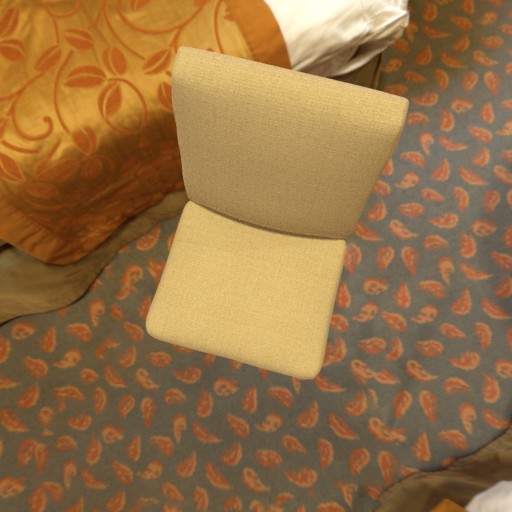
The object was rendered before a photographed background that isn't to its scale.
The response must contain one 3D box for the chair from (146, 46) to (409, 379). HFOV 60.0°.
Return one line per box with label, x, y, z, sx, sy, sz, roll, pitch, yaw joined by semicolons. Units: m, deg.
chair;0.000;0.000;1.246;0.507;0.911;0.586;15;77;3
